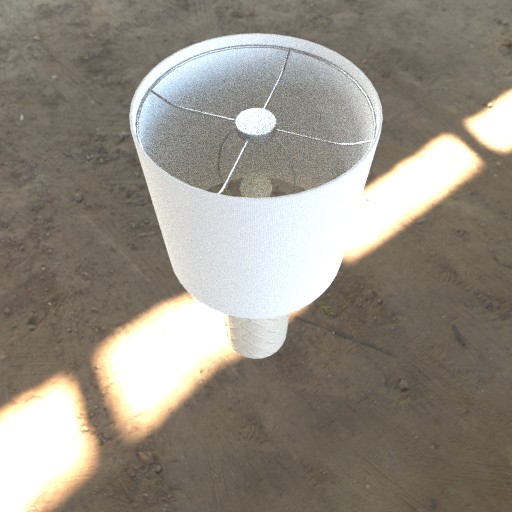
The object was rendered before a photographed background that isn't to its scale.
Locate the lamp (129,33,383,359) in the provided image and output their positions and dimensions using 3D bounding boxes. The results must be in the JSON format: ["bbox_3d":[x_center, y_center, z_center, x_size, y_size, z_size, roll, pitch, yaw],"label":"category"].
[{"bbox_3d":[0.000,0.000,0.558,0.207,0.461,0.207,16,58,10],"label":"lamp"}]
